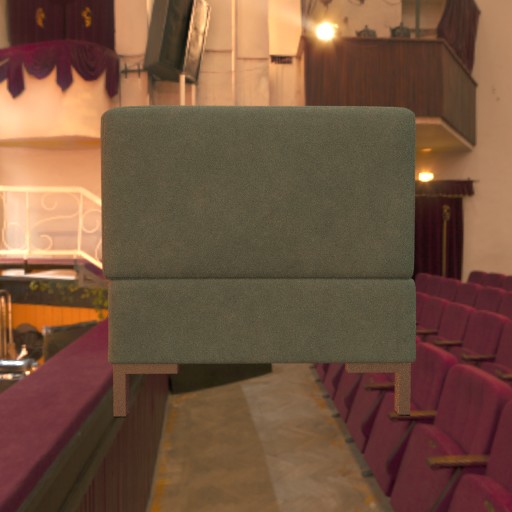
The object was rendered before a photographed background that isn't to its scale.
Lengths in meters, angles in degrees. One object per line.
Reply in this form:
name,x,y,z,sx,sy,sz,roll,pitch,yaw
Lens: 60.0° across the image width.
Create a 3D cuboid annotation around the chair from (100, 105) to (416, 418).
chair,0.000,0.000,1.244,0.680,0.660,0.680,0,2,-1
